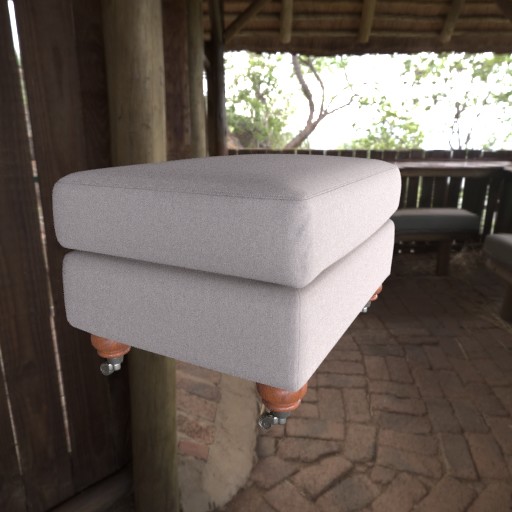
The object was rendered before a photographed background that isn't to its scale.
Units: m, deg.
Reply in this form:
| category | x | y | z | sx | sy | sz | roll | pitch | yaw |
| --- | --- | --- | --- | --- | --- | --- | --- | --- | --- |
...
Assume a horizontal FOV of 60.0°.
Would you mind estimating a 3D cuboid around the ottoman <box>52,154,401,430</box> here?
| category | x | y | z | sx | sy | sz | roll | pitch | yaw |
| --- | --- | --- | --- | --- | --- | --- | --- | --- | --- |
| ottoman | 0.000 | 0.000 | 1.130 | 0.574 | 0.497 | 0.773 | 8 | 18 | 27 |
